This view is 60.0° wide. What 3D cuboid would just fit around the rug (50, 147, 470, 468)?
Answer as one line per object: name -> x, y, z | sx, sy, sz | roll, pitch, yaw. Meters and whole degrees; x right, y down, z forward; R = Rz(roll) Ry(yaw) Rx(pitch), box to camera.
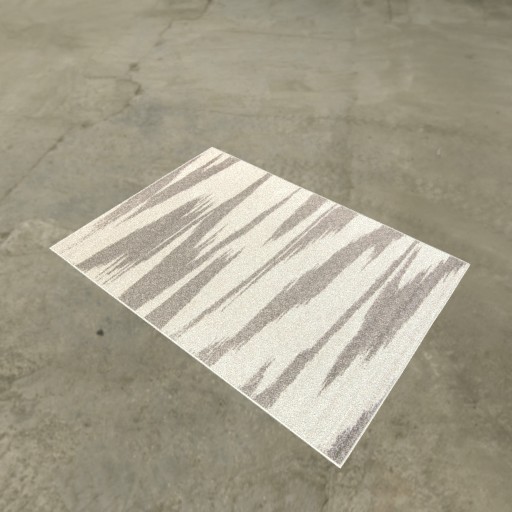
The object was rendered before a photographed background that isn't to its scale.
rug -> 0.000, 0.000, 2.763 | 2.142, 0.010, 1.533 | 30, 52, 26
